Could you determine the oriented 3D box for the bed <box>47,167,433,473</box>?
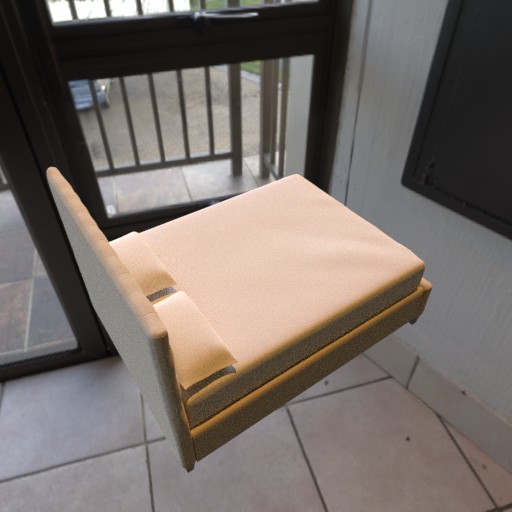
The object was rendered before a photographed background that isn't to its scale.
[{"bbox_3d":[0.000,0.000,3.322,2.233,1.426,1.696,-25,47,-25],"label":"bed"}]
